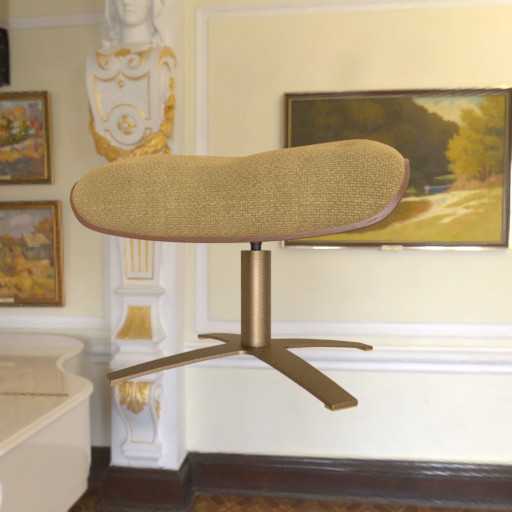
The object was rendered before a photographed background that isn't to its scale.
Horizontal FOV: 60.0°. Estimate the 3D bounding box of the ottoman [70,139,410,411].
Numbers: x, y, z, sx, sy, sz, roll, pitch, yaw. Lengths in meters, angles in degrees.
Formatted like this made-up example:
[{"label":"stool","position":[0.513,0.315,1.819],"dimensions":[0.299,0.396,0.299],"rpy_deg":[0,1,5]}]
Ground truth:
[{"label":"ottoman","position":[0.000,0.000,0.805],"dimensions":[0.520,0.391,0.394],"rpy_deg":[0,1,18]}]
